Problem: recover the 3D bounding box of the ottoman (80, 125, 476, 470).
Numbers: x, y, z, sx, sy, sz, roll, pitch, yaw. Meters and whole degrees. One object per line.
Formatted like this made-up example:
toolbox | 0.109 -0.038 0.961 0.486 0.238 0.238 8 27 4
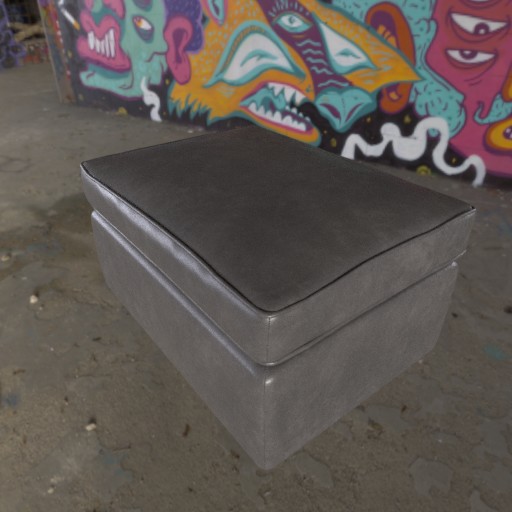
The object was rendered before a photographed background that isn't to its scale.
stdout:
ottoman | 0.000 0.000 1.074 0.554 0.445 0.756 -22 39 -31
